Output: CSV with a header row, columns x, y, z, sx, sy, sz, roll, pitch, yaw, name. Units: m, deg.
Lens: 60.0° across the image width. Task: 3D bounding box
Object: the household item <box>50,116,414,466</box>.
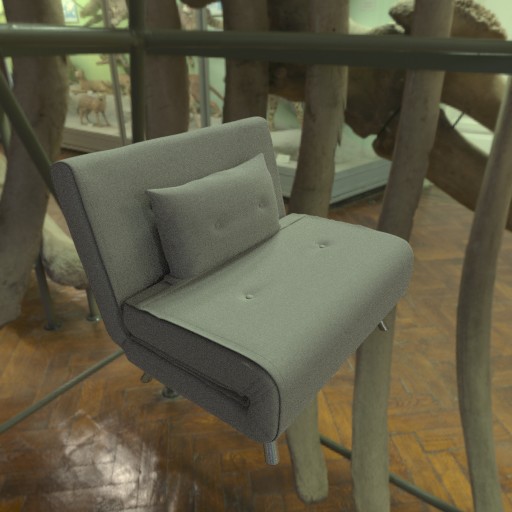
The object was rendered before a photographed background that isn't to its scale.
x,y,z,sx,sy,sz,roll,pitch,yaw,name
0.000,0.000,1.634,0.874,0.800,1.000,19,33,33,household item
